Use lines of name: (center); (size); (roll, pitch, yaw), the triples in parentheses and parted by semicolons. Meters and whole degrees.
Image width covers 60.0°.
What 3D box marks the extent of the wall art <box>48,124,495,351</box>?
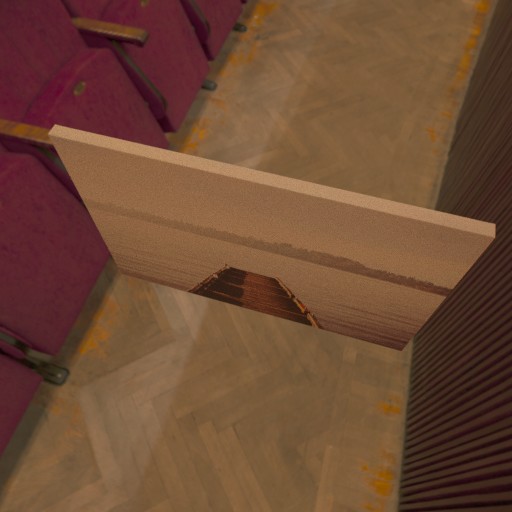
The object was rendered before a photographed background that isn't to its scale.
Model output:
wall art: (0.000, 0.000, 0.765); (0.615, 0.410, 0.021); (14, 60, 9)
